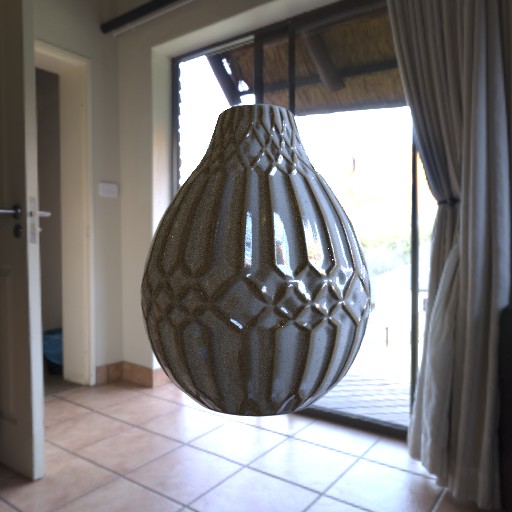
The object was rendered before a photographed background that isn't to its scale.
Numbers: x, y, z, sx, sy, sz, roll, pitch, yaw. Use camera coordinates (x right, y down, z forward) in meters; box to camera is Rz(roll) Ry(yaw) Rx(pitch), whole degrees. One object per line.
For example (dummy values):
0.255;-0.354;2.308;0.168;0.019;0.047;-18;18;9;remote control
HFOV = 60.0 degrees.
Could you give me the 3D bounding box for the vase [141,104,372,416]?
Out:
0.000;0.000;0.316;0.159;0.200;0.159;0;0;0;vase
